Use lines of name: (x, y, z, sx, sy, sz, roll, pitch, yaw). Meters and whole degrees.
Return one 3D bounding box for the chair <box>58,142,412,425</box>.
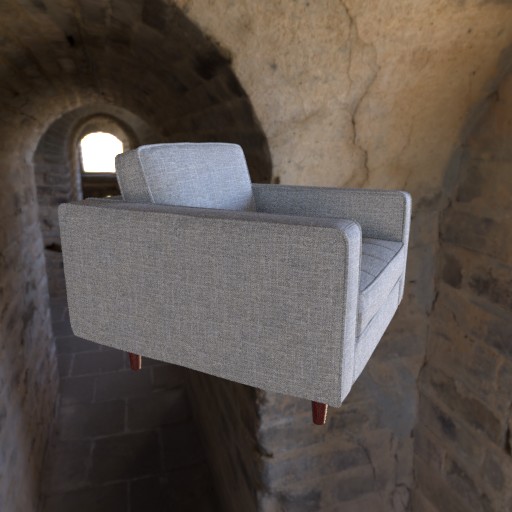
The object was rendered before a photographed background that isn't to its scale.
chair: (0.000, 0.000, 1.542, 0.914, 0.765, 0.889, 7, 16, 26)
